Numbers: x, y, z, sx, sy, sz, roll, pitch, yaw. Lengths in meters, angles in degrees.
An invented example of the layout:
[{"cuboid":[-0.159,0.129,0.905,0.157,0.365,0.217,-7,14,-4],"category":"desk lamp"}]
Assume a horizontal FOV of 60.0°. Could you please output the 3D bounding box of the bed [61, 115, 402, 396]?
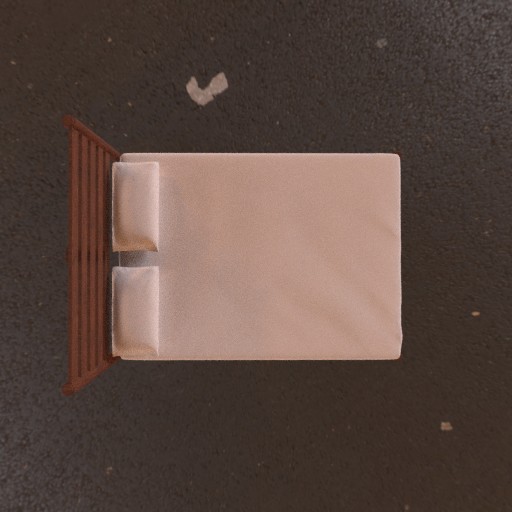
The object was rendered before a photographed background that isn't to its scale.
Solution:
[{"cuboid":[0.000,0.000,3.024,2.093,1.304,1.509,0,90,0],"category":"bed"}]
